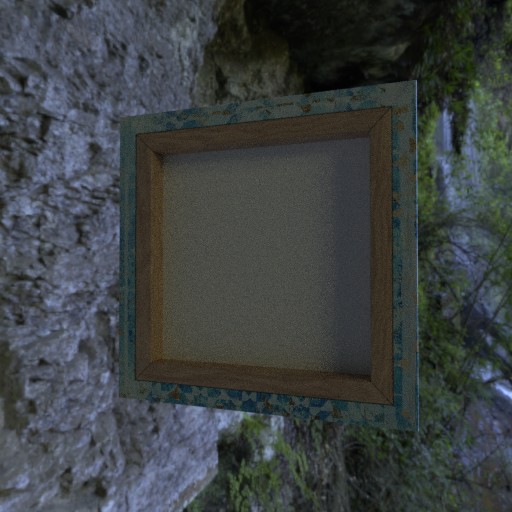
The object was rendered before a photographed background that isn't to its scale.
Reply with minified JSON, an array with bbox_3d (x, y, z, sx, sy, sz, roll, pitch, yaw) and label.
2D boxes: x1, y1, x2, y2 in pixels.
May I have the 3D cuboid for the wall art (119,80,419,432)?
[{"bbox_3d":[0.000,0.000,0.592,0.405,0.405,0.037,0,-1,19],"label":"wall art"}]
